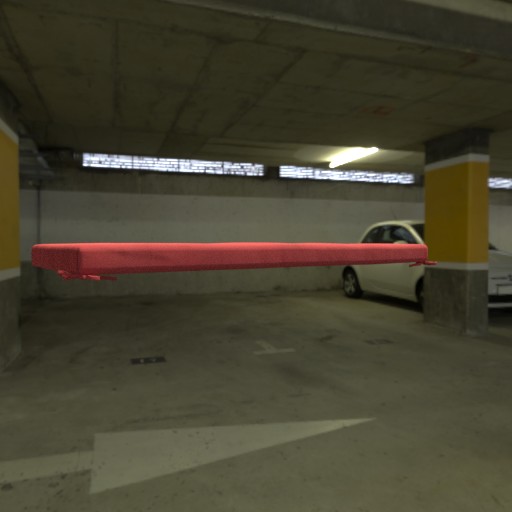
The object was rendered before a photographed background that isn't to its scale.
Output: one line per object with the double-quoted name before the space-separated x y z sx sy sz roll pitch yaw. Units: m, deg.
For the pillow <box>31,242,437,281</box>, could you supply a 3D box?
"pillow" 0.000 0.000 1.328 1.187 0.081 0.492 -1 2 -36
